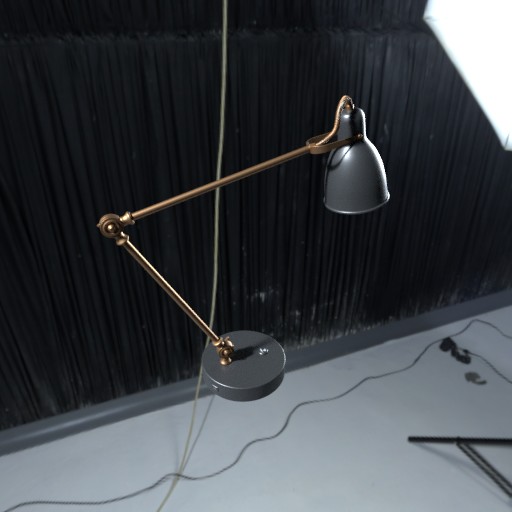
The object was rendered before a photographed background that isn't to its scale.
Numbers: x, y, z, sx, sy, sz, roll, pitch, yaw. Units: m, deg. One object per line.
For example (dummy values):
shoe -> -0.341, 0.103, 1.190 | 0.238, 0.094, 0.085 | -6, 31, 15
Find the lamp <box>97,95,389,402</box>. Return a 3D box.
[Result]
lamp -> 0.000, 0.000, 0.874 | 0.561, 0.587, 0.187 | -11, 32, -18
